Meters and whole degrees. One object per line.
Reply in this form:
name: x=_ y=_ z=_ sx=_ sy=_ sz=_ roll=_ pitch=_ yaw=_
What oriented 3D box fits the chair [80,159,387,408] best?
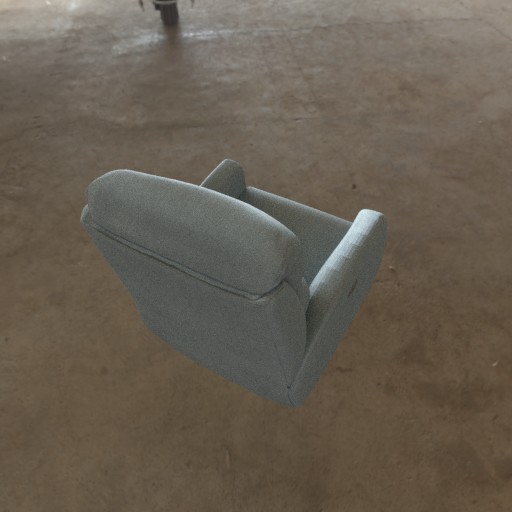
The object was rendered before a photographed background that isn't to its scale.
chair: x=0.000 y=0.000 z=1.671 sx=0.794 sy=1.016 sz=0.940 roll=23 pitch=51 yaw=20
